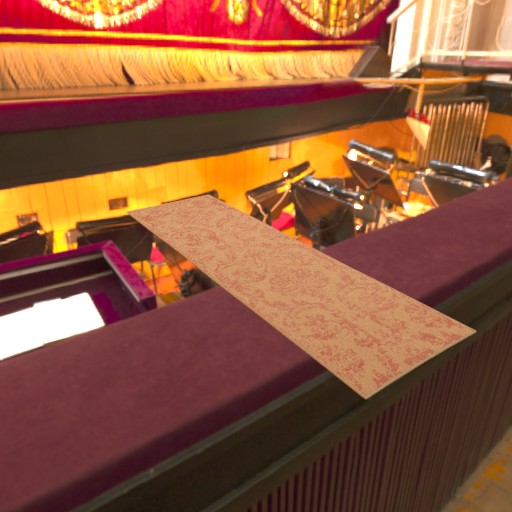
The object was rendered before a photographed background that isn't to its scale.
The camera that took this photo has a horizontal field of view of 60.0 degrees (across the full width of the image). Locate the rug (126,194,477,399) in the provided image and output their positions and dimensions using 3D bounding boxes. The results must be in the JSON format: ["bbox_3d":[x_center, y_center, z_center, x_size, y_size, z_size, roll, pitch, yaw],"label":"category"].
[{"bbox_3d":[0.000,0.000,2.447,0.662,0.011,2.196,-17,31,-31],"label":"rug"}]
